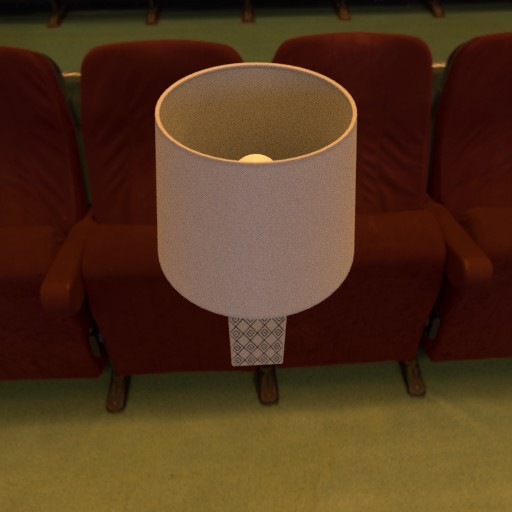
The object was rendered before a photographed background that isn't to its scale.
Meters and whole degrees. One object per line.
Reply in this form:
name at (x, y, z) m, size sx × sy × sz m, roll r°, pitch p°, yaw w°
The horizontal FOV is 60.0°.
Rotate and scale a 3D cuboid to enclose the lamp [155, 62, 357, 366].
lamp at (0.000, 0.000, 0.597) m, size 0.251 × 0.435 × 0.251 m, roll 0°, pitch 47°, yaw 0°
